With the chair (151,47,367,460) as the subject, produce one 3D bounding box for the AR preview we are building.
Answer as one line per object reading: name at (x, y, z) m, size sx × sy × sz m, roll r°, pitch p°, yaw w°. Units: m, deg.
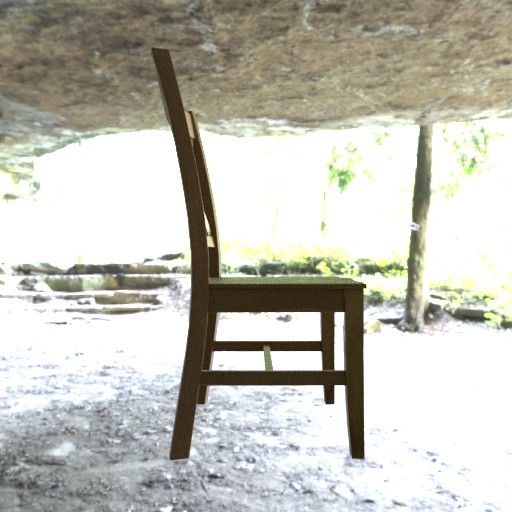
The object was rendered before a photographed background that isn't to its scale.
chair at (0.000, 0.000, 1.286) m, size 0.542 × 0.983 × 0.485 m, roll 0°, pitch 0°, yaw 0°
